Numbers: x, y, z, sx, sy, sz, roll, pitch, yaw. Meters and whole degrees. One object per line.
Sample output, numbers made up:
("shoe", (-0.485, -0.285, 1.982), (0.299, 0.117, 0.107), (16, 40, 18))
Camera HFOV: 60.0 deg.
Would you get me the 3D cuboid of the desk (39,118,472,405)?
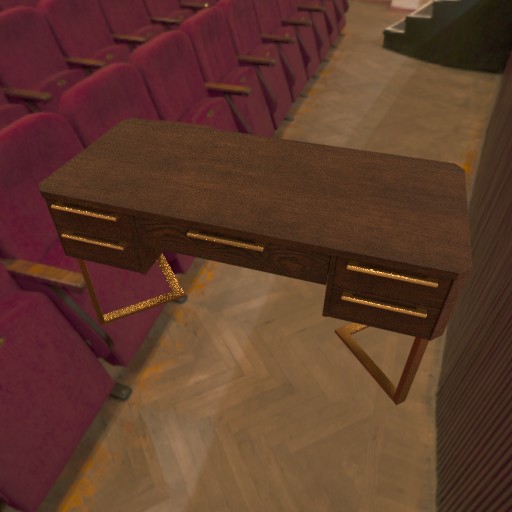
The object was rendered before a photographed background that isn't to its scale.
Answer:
("desk", (0.000, 0.000, 1.890), (1.479, 0.762, 0.684), (12, 42, 13))
